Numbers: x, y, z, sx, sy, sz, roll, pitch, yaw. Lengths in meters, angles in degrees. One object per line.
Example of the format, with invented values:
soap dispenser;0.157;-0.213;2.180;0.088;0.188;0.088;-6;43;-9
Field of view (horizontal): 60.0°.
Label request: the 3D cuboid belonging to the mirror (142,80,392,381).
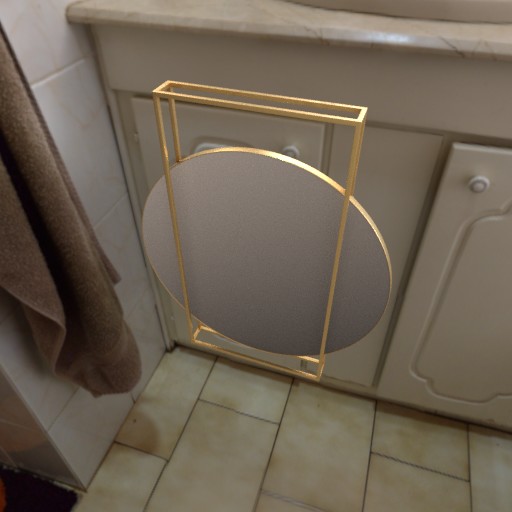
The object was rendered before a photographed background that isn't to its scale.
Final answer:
mirror;0.000;0.000;0.841;0.508;0.603;0.051;13;43;15
